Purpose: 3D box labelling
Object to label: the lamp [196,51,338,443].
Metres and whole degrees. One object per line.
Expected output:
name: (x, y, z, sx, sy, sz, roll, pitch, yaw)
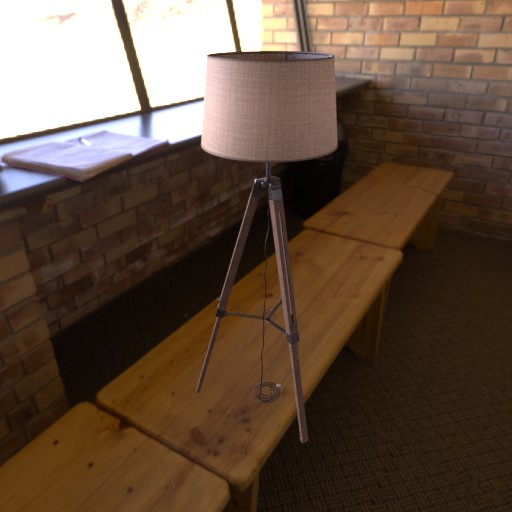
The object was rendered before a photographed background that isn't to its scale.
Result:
lamp: (0.000, 0.000, 1.823, 0.587, 1.510, 0.604, 0, 28, 0)
